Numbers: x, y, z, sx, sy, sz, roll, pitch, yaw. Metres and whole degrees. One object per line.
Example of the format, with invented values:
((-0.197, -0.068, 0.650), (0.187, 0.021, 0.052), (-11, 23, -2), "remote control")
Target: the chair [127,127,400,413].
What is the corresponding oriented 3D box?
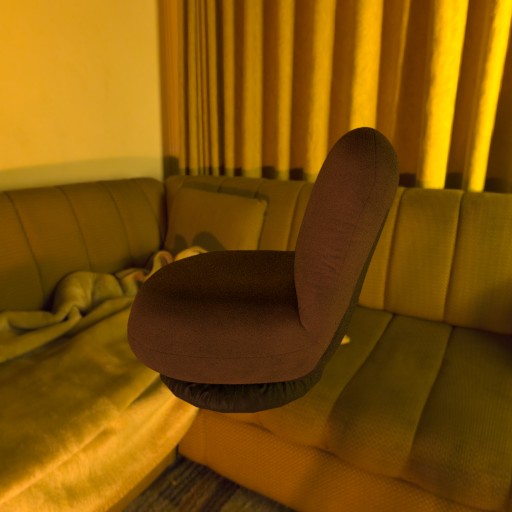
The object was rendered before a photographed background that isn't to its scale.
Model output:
((0.000, 0.000, 1.063), (0.597, 0.594, 0.521), (3, 16, 9), "chair")
